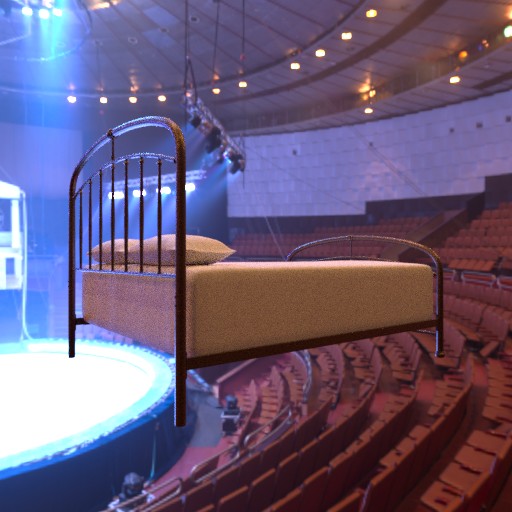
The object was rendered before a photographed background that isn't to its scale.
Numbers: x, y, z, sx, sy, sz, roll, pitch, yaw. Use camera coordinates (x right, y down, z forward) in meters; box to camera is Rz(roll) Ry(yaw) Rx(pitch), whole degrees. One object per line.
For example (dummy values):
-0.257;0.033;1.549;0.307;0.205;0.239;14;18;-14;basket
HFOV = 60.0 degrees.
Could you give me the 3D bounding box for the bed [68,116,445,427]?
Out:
0.000;0.000;3.219;2.168;1.475;1.711;0;0;-38;bed
